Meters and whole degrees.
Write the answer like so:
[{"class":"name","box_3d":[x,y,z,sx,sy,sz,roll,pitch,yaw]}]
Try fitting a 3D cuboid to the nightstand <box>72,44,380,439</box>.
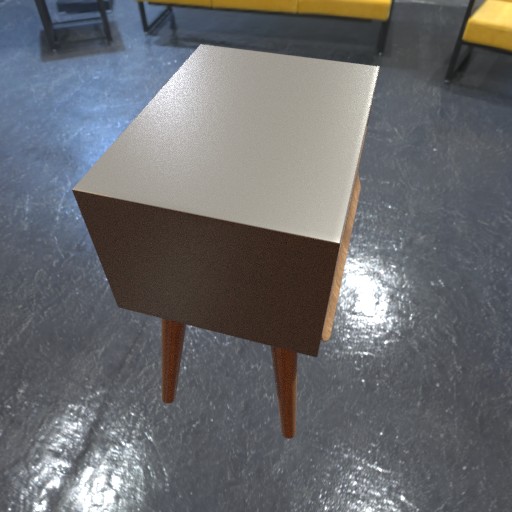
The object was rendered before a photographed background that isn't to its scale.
[{"class":"nightstand","box_3d":[0.000,0.000,0.735,0.288,0.508,0.370,12,49,11]}]
